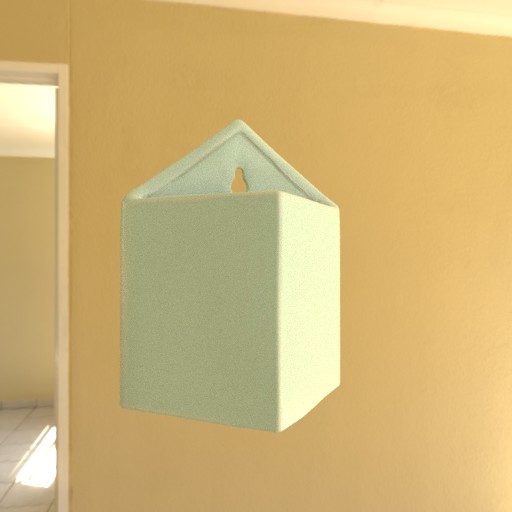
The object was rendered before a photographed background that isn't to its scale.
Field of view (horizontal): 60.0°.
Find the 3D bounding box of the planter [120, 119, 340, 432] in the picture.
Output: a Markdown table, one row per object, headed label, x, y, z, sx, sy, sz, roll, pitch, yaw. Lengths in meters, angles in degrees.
| label | x | y | z | sx | sy | sz | roll | pitch | yaw |
| --- | --- | --- | --- | --- | --- | --- | --- | --- | --- |
| planter | 0.000 | 0.000 | 0.285 | 0.164 | 0.197 | 0.079 | 0 | -1 | -20 |
